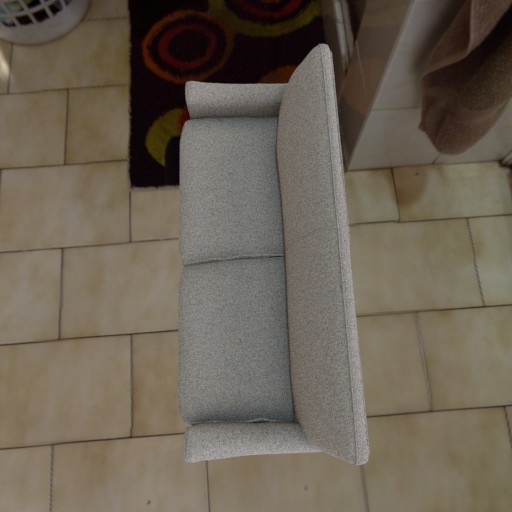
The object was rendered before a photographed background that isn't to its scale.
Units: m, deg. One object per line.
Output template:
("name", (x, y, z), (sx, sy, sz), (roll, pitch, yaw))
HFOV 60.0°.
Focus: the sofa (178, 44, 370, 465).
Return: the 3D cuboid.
("sofa", (0.000, 0.000, 2.448), (0.854, 0.942, 2.026), (-2, 75, -1))
